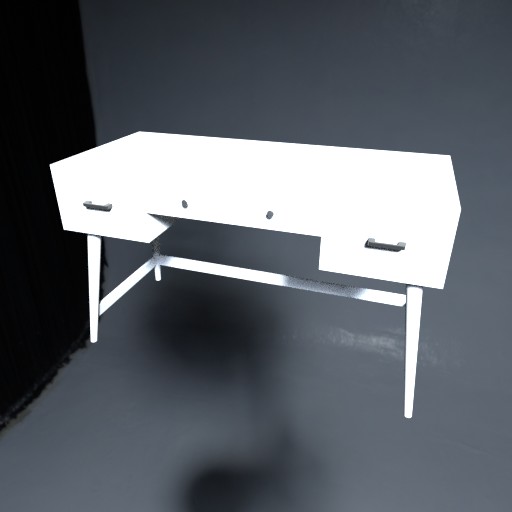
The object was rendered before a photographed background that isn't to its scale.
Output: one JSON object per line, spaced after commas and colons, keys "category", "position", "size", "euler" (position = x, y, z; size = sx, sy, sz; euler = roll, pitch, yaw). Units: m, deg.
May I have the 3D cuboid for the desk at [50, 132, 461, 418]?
{"category": "desk", "position": [0.000, 0.000, 1.749], "size": [1.313, 0.762, 0.589], "euler": [9, 29, 16]}
